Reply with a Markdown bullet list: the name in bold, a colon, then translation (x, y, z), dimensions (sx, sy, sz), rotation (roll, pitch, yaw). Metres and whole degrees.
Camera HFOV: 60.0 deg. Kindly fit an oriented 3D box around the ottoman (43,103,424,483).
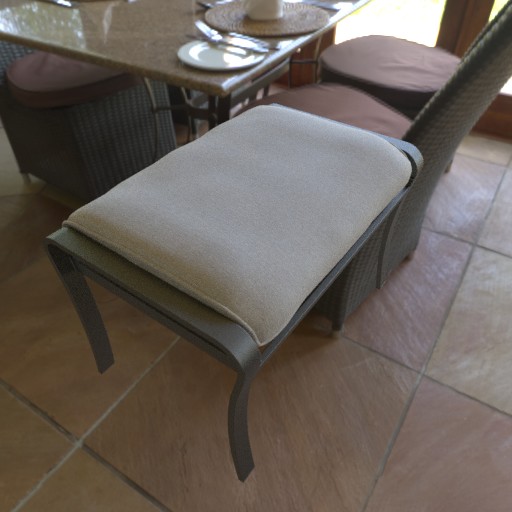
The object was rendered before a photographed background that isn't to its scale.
- **ottoman**: translation (0.000, 0.000, 0.900), dimensions (0.406, 0.422, 0.610), rotation (26, 48, 26)
